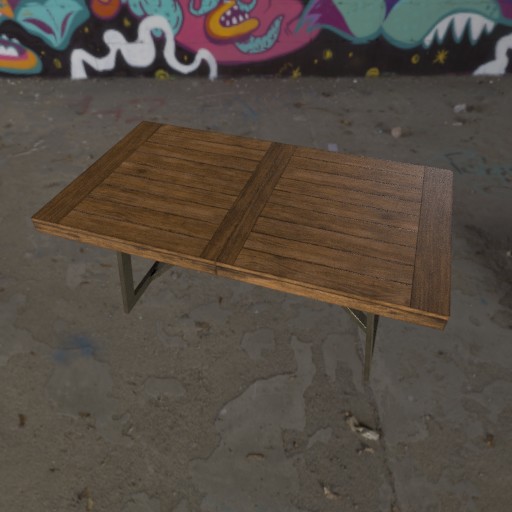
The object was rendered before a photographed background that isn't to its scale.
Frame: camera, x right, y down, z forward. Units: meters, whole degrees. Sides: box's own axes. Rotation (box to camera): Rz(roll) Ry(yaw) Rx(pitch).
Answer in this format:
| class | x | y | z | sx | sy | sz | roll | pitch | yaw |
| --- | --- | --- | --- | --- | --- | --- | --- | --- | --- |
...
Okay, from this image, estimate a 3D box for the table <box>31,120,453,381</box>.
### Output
| class | x | y | z | sx | sy | sz | roll | pitch | yaw |
| --- | --- | --- | --- | --- | --- | --- | --- | --- | --- |
| table | 0.000 | 0.000 | 2.209 | 1.641 | 0.757 | 0.931 | 13 | 44 | 14 |
